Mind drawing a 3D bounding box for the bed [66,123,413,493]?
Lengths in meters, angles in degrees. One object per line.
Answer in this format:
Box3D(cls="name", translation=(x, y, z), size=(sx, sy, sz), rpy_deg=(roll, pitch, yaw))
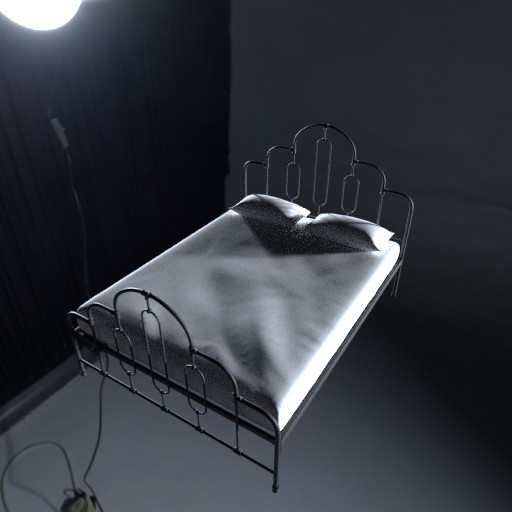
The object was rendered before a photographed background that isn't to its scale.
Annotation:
Box3D(cls="bed", translation=(0.000, 0.000, 3.223), size=(1.640, 1.429, 2.163), rpy_deg=(18, 36, 27))
